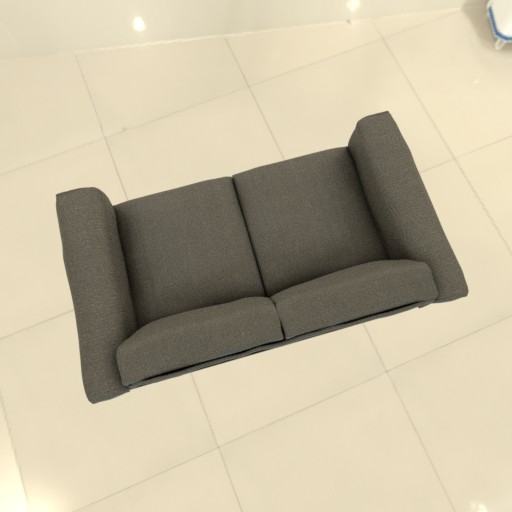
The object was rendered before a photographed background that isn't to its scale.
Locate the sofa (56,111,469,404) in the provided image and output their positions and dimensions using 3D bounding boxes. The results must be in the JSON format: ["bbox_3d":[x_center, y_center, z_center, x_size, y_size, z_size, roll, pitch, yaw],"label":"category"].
[{"bbox_3d":[0.000,0.000,2.179,1.690,0.656,0.960,-15,75,-4],"label":"sofa"}]
